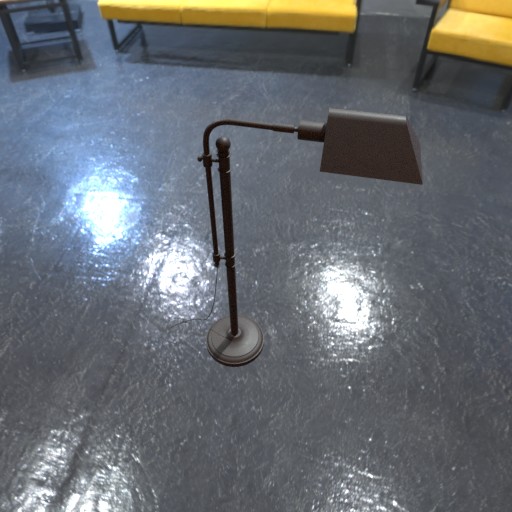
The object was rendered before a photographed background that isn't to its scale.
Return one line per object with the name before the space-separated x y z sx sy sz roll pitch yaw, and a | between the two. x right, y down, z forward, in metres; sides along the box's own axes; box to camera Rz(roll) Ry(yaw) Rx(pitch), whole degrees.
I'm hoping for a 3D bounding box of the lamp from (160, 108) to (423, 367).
lamp | 0.000 0.000 0.956 0.545 0.708 0.159 9 47 9
